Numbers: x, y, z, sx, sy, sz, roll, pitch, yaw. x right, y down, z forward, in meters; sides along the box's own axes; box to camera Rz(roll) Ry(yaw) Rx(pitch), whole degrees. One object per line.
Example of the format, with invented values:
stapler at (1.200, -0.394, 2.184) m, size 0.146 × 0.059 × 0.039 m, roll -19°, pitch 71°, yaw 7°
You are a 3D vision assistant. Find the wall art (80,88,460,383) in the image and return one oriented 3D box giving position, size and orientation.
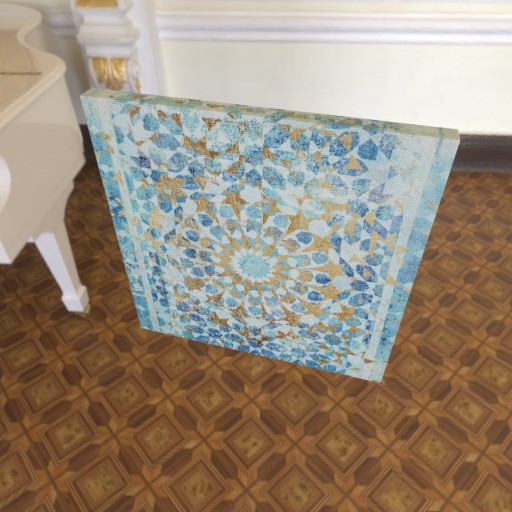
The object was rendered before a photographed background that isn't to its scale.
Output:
wall art at (0.000, 0.000, 0.901) m, size 0.609 × 0.609 × 0.040 m, roll 11°, pitch 42°, yaw 12°
